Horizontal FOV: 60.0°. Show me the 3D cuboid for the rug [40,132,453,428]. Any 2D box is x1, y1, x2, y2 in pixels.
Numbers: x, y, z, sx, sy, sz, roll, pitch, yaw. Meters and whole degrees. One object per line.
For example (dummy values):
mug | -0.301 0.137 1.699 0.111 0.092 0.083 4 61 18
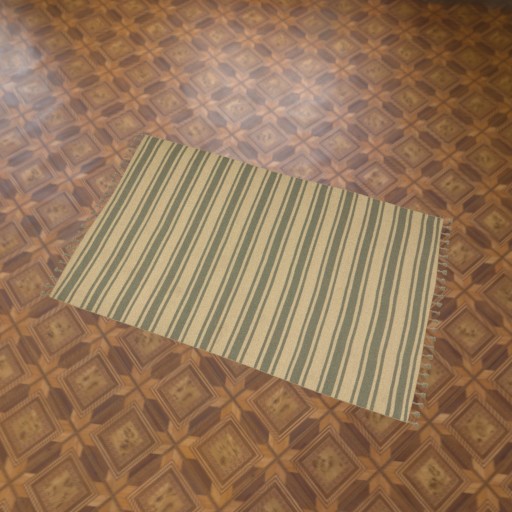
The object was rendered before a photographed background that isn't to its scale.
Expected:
rug | 0.000 0.000 2.513 2.084 0.009 1.222 17 65 9
